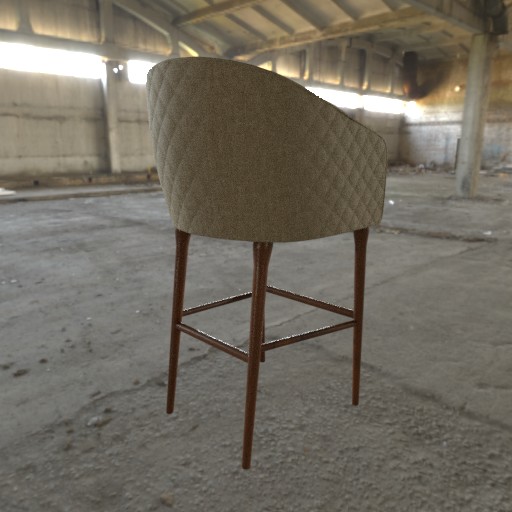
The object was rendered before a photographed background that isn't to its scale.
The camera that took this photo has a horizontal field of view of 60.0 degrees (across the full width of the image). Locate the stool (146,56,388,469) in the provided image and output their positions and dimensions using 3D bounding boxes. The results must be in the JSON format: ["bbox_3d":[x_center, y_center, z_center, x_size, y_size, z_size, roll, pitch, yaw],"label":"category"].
[{"bbox_3d":[0.000,0.000,1.399,0.607,1.078,0.559,-13,19,-43],"label":"stool"}]
